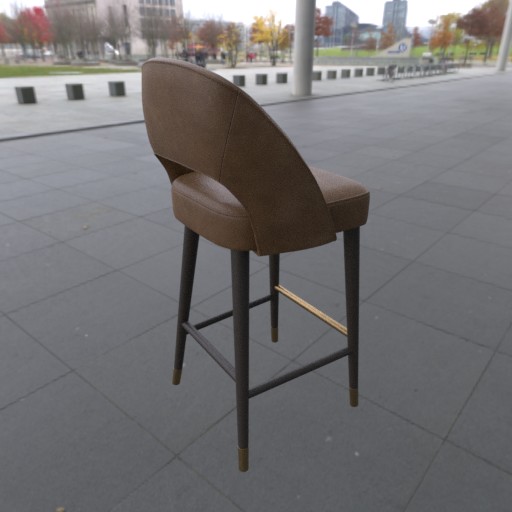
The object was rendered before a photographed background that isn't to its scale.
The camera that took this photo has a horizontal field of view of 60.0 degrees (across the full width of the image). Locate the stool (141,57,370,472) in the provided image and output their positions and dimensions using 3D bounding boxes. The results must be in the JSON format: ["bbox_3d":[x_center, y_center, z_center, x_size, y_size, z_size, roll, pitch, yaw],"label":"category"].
[{"bbox_3d":[0.000,0.000,1.264,0.509,1.037,0.494,-16,29,-31],"label":"stool"}]
